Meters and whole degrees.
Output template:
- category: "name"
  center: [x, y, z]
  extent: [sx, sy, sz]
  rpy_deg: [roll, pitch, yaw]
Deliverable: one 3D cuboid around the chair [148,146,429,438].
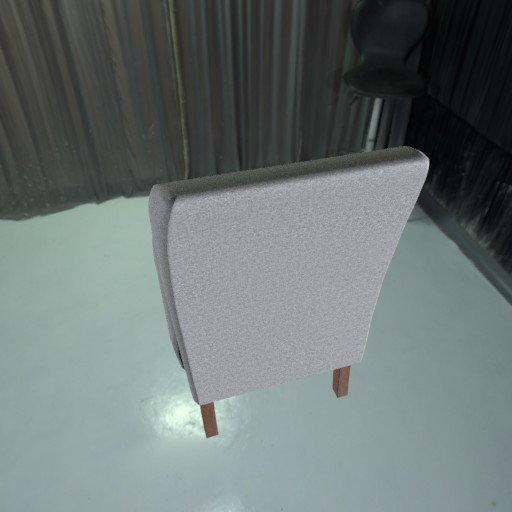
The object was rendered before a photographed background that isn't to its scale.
- category: "chair"
  center: [0.000, 0.000, 1.154]
  extent: [0.513, 0.804, 0.592]
  rpy_deg: [-12, 43, -14]
